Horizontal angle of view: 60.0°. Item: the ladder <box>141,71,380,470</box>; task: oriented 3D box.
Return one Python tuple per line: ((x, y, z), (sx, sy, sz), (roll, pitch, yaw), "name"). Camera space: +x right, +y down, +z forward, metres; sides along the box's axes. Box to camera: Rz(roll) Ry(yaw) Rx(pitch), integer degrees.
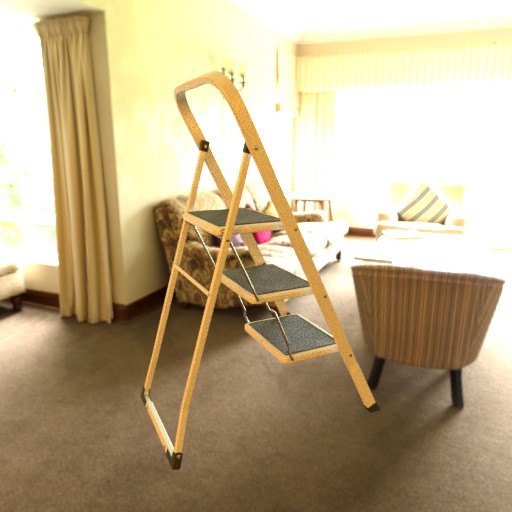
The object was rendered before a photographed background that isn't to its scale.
((0.000, 0.000, 1.414), (0.711, 1.050, 0.460), (-7, 16, -25), "ladder")
